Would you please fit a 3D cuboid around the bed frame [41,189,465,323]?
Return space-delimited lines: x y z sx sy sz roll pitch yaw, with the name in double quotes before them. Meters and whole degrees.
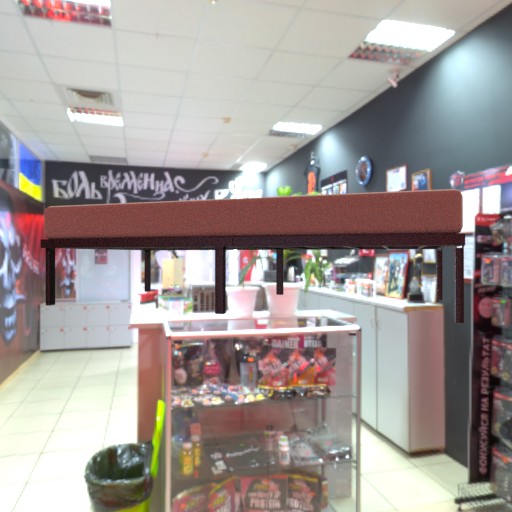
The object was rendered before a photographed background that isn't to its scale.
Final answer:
"bed frame" 0.000 0.000 3.251 2.635 0.680 1.393 0 0 18
